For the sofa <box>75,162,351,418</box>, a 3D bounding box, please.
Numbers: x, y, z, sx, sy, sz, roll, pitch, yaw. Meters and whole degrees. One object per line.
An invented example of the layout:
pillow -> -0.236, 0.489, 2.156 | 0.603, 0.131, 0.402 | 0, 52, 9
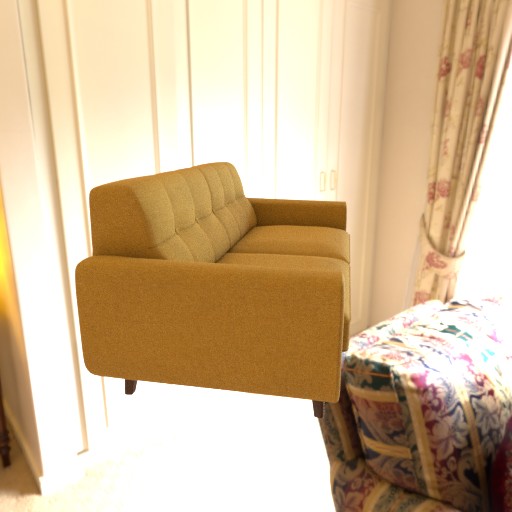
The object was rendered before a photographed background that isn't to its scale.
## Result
sofa -> 0.000, 0.000, 2.171 | 0.909, 0.841, 1.631 | 3, 16, 11
